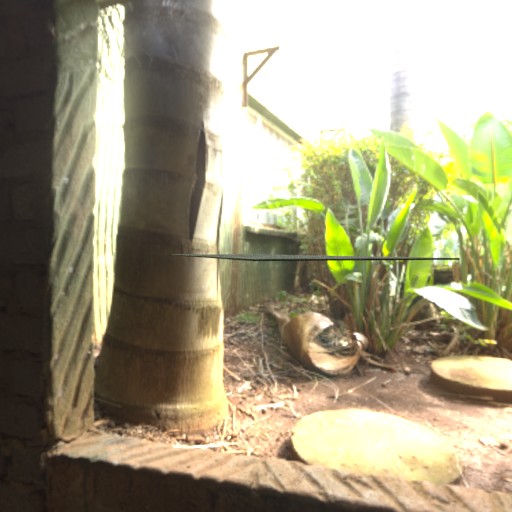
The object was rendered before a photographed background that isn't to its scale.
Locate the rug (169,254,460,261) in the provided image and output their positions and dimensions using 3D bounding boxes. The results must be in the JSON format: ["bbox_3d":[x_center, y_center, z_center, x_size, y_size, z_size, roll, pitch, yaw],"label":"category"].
[{"bbox_3d":[0.000,0.000,2.615,0.761,0.006,2.438,0,1,-17],"label":"rug"}]
